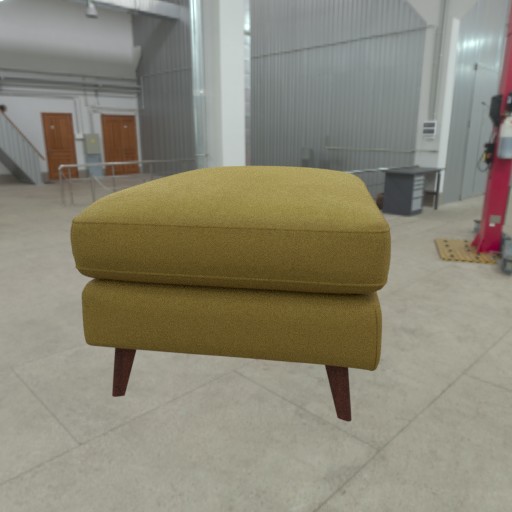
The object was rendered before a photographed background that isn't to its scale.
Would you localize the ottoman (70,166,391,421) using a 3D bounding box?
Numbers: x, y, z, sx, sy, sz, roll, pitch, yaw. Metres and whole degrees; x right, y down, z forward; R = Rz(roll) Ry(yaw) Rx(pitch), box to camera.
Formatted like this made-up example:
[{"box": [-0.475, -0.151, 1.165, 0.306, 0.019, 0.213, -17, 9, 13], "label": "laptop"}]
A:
[{"box": [0.000, 0.000, 1.182, 0.608, 0.449, 0.811, 3, 16, 10], "label": "ottoman"}]
